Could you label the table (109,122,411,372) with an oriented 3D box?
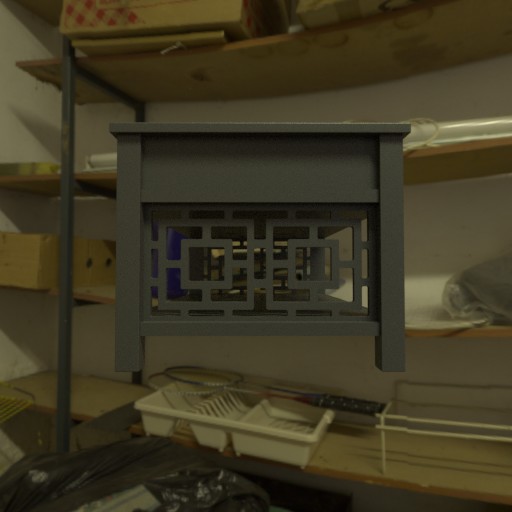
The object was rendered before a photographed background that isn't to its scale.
[{"bbox_3d":[0.000,0.000,1.405,0.612,0.493,1.068,0,-2,0],"label":"table"}]
